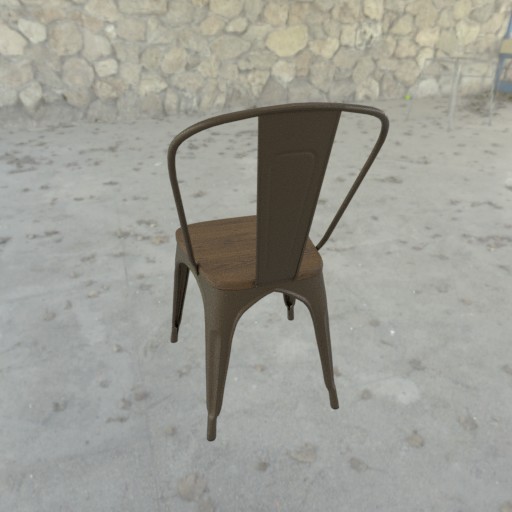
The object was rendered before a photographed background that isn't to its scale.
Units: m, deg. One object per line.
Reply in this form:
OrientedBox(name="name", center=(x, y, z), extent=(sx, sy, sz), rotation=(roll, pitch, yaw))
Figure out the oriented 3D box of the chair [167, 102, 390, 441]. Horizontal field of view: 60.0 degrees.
OrientedBox(name="chair", center=(0.000, 0.000, 1.161), extent=(0.451, 0.844, 0.532), rotation=(-8, 29, -15))
